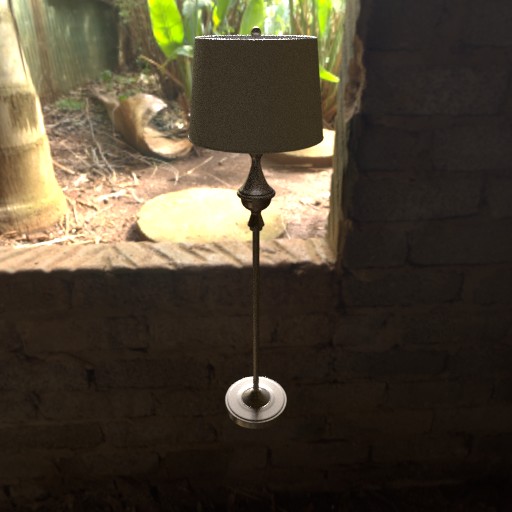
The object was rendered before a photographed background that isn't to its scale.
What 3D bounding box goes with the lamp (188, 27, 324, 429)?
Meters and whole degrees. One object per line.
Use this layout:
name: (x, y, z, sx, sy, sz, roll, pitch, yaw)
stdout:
lamp: (0.000, 0.000, 1.620, 0.431, 1.488, 0.431, 0, 28, 0)
